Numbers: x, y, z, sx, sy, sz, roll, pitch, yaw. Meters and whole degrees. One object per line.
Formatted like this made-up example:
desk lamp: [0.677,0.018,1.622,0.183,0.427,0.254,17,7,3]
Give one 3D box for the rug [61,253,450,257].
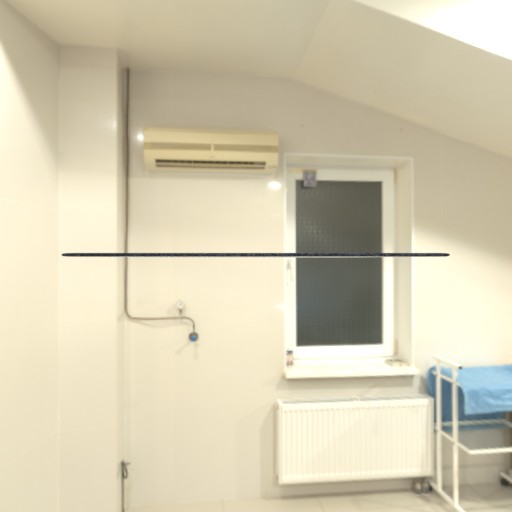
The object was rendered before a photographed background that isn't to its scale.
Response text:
rug: [0.000,0.000,4.312,2.385,0.024,3.245,0,0,0]
